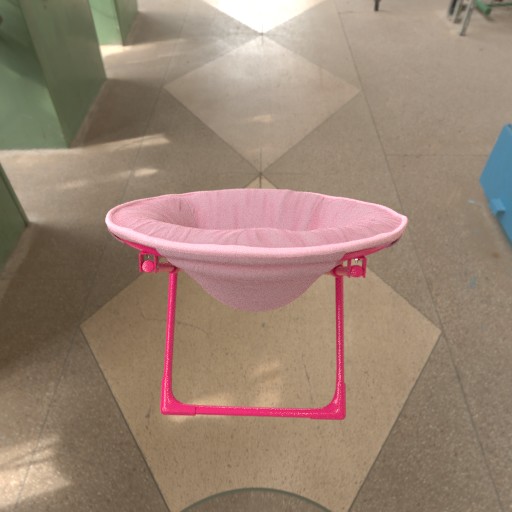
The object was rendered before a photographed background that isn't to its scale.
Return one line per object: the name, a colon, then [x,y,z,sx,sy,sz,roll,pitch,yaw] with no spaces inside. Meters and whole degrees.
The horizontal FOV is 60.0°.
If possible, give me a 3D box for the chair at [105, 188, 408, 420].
chair: [0.000,0.000,0.884,0.522,0.494,0.459,1,47,1]
